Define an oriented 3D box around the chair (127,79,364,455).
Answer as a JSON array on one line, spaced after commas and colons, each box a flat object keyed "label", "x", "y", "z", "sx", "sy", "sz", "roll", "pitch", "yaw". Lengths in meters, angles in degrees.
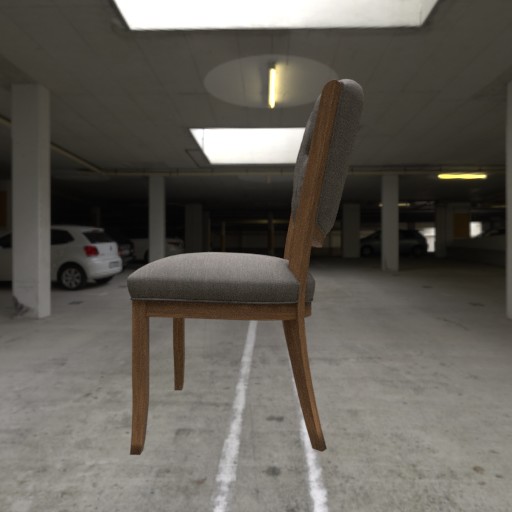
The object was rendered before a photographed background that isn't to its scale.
[{"label": "chair", "x": 0.000, "y": 0.000, "z": 1.258, "sx": 0.584, "sy": 0.905, "sz": 0.513, "roll": 0, "pitch": 0, "yaw": 1}]
